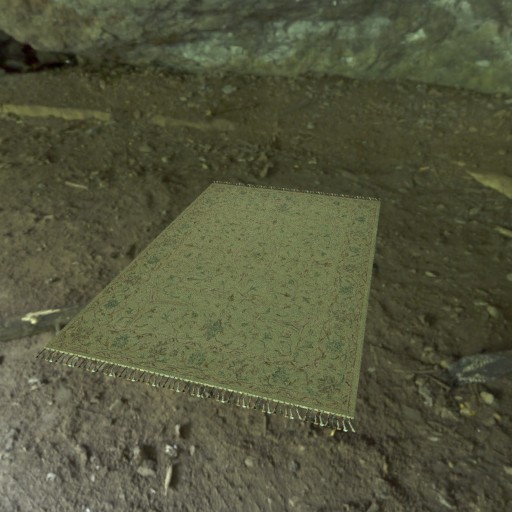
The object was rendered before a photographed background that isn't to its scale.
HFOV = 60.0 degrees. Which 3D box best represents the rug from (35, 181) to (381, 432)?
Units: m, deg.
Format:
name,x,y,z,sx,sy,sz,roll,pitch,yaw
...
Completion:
name,x,y,z,sx,sy,sz,roll,pitch,yaw
rug,0.000,0.000,2.948,1.544,0.010,2.435,8,32,14
